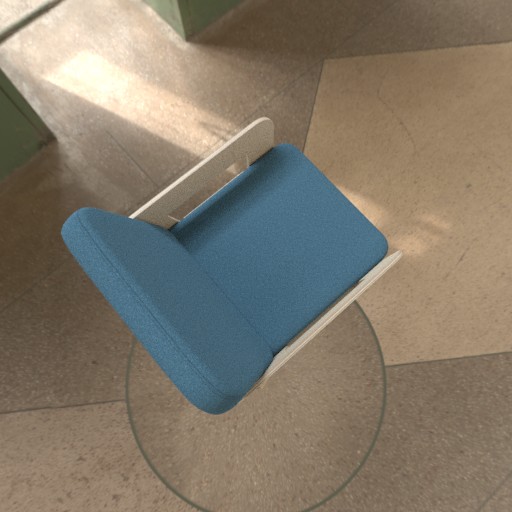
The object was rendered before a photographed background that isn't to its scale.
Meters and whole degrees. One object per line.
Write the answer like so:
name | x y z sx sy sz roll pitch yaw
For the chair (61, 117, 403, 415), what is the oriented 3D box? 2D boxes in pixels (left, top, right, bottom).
chair | 0.000 0.000 1.211 0.657 0.747 0.547 -40 78 -10
